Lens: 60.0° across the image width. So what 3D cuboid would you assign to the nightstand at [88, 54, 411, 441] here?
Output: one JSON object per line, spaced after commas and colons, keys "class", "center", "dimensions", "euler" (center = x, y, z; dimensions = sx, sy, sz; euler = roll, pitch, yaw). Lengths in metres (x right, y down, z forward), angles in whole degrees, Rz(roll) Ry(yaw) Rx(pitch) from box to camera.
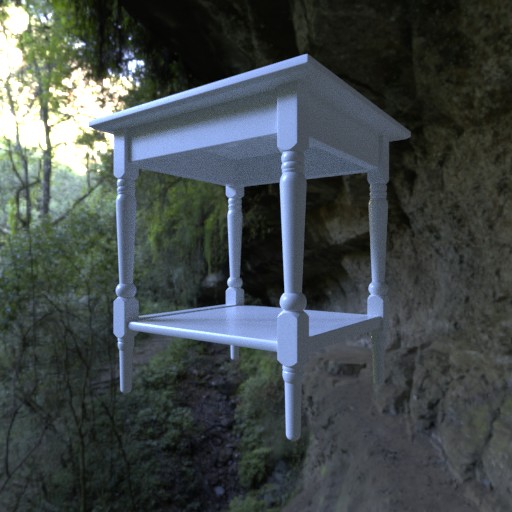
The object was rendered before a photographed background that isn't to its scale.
{"class": "nightstand", "center": [0.000, 0.000, 0.931], "dimensions": [0.505, 0.555, 0.459], "euler": [0, 0, 36]}
